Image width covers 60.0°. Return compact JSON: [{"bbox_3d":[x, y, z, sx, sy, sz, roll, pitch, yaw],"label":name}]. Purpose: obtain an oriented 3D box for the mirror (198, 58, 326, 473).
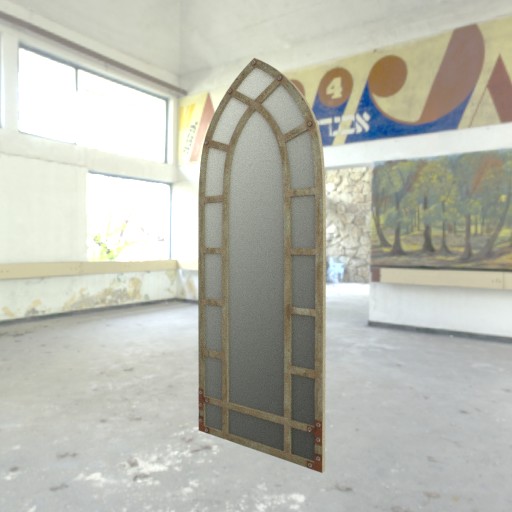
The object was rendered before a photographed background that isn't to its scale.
[{"bbox_3d":[0.000,0.000,1.336,0.464,1.175,0.025,1,2,36],"label":"mirror"}]
